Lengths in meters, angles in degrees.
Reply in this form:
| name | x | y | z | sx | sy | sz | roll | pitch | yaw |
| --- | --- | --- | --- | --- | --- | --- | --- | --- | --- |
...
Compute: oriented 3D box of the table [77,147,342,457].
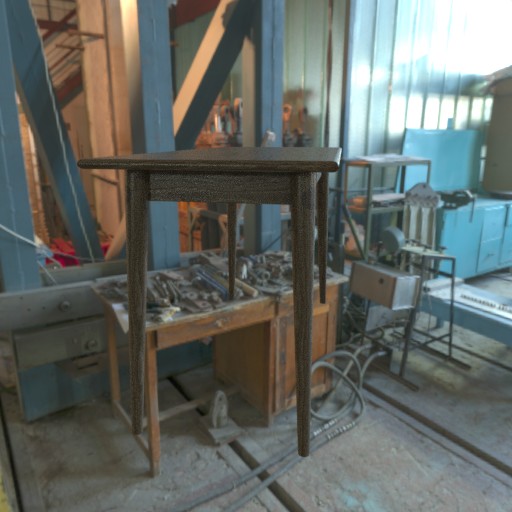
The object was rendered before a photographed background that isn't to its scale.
| name | x | y | z | sx | sy | sz | roll | pitch | yaw |
| --- | --- | --- | --- | --- | --- | --- | --- | --- | --- |
| table | 0.000 | 0.000 | 1.691 | 0.599 | 0.780 | 1.300 | 3 | 15 | 10 |
